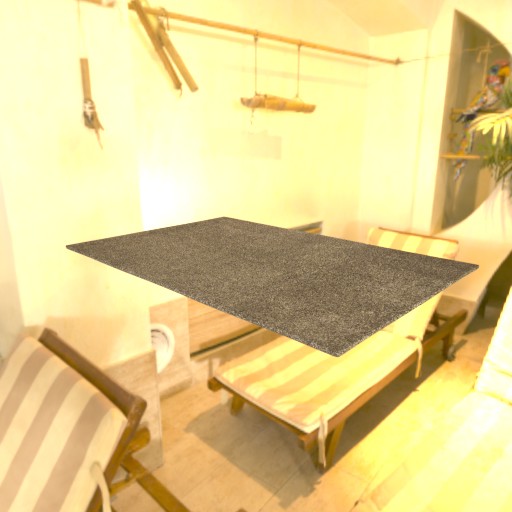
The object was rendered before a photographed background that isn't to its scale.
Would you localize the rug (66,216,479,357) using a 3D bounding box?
[{"bbox_3d":[0.000,0.000,3.437,2.699,0.026,1.802,15,21,42],"label":"rug"}]
